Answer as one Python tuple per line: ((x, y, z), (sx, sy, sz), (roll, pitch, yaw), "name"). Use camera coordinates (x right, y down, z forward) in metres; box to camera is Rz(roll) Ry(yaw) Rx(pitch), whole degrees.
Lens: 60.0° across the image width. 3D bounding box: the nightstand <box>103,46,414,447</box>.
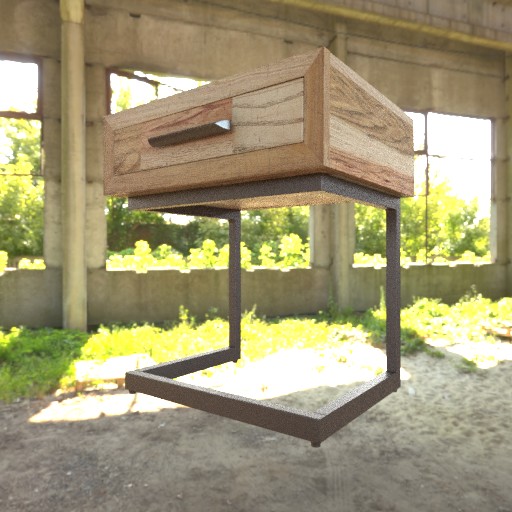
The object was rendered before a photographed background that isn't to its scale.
((0.000, 0.000, 0.997), (0.558, 0.632, 0.481), (0, 0, 37), "nightstand")
